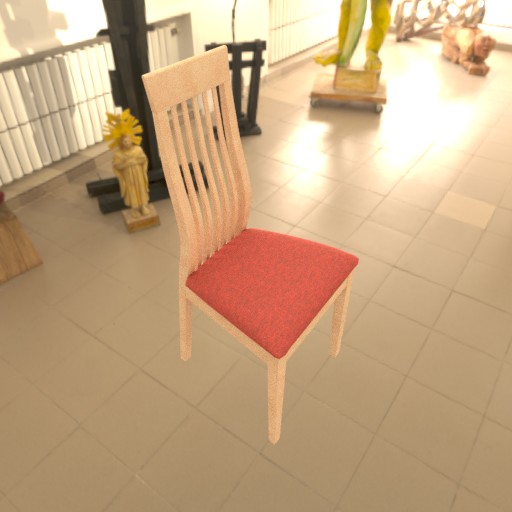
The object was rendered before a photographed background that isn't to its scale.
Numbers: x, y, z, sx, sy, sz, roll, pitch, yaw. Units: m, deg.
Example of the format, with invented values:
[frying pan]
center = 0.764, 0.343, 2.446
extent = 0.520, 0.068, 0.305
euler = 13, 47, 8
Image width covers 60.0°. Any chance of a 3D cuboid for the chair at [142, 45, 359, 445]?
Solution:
[chair]
center = 0.000, 0.000, 1.294
extent = 0.474, 1.027, 0.460
euler = 24, 46, 26
